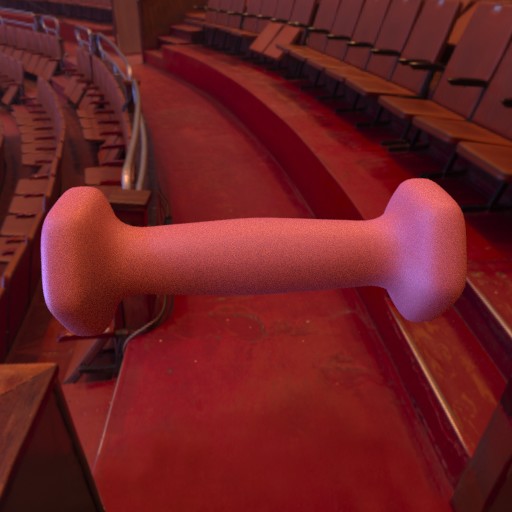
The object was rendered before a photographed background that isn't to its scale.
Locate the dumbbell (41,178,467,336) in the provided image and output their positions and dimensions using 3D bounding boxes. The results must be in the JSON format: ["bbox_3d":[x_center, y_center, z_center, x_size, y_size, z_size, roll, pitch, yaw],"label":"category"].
[{"bbox_3d":[0.000,0.000,0.141,0.123,0.043,0.047,-2,32,-3],"label":"dumbbell"}]
